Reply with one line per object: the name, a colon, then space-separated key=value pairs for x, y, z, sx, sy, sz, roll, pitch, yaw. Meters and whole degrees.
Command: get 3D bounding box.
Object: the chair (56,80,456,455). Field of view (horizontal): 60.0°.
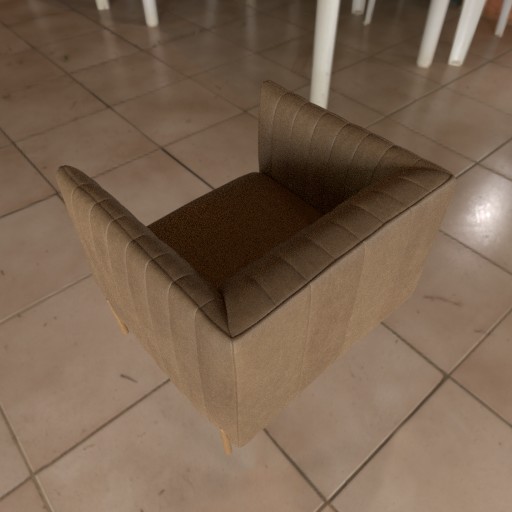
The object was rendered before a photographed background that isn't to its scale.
chair: x=0.000 y=0.000 z=1.625 sx=0.981 sy=0.779 sz=0.876 roll=-33 pitch=55 yaw=-27
